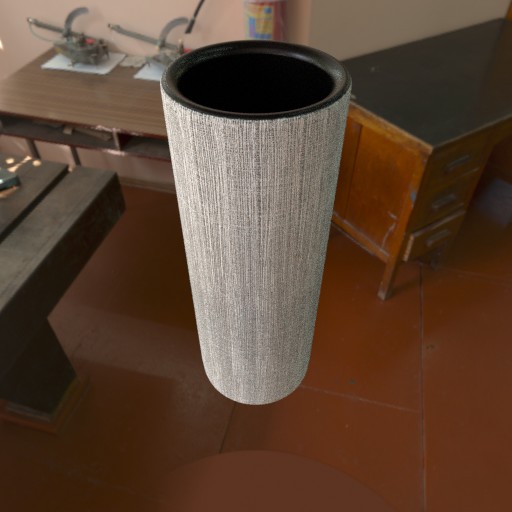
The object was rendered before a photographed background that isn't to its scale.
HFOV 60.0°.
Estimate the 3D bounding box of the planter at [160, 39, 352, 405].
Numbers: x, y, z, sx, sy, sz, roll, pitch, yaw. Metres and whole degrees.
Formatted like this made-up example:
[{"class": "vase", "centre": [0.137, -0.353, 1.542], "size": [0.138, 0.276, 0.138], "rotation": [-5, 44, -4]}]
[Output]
[{"class": "planter", "centre": [0.000, 0.000, 0.326], "size": [0.100, 0.270, 0.100], "rotation": [-32, 53, -28]}]
